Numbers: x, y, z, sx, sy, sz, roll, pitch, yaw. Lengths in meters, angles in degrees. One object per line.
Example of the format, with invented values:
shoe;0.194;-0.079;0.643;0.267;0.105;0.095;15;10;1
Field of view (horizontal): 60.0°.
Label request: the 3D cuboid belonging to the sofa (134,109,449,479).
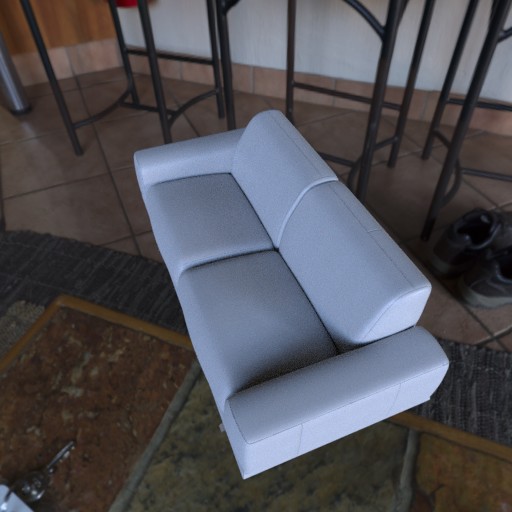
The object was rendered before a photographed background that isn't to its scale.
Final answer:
sofa;0.000;0.000;2.297;0.900;0.772;1.901;-16;49;-15
